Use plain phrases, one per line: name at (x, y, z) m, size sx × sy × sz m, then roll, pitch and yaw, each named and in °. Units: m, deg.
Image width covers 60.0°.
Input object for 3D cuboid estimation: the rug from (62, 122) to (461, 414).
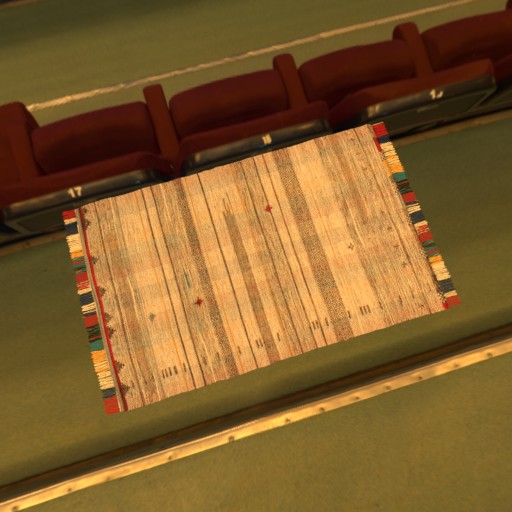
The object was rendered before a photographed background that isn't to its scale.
rug at (0.000, 0.000, 3.062) m, size 2.465 × 0.012 × 1.465 m, roll -17°, pitch 76°, yaw -4°
